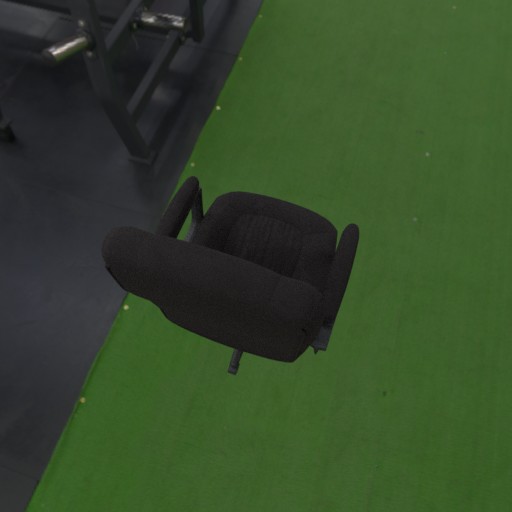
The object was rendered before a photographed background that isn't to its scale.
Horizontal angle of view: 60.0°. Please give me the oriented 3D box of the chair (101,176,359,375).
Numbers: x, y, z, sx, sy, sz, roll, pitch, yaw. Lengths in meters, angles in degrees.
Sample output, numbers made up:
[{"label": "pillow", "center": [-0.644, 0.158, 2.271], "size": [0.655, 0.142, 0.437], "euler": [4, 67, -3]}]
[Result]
[{"label": "chair", "center": [0.000, 0.000, 1.528], "size": [0.667, 1.105, 0.724], "euler": [18, 65, 8]}]
